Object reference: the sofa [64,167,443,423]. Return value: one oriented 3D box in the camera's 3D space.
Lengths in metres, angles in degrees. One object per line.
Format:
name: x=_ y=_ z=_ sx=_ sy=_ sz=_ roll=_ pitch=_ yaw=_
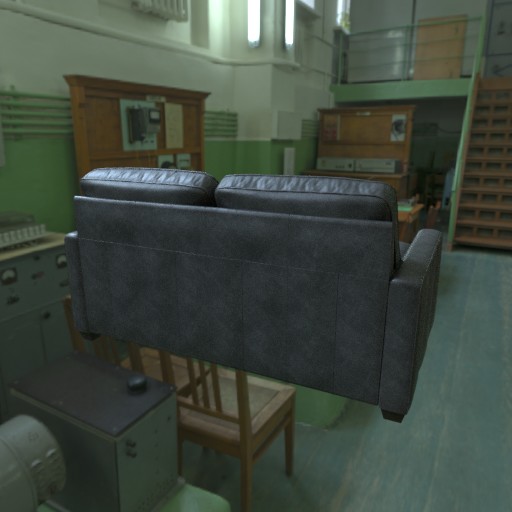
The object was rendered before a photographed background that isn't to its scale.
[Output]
sofa: x=0.000 y=0.000 z=2.292 sx=1.732 sy=0.916 sz=0.939 roll=7 pitch=17 yaw=25
